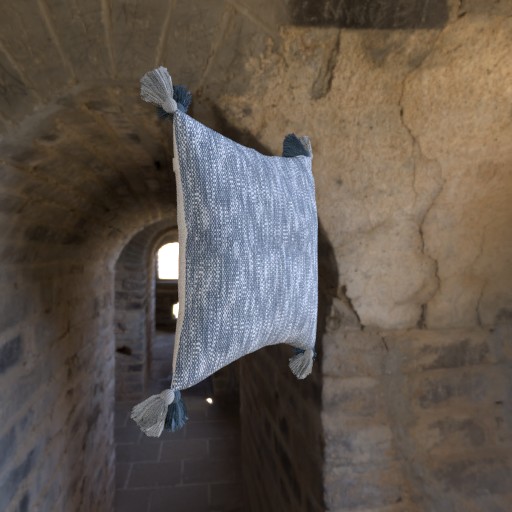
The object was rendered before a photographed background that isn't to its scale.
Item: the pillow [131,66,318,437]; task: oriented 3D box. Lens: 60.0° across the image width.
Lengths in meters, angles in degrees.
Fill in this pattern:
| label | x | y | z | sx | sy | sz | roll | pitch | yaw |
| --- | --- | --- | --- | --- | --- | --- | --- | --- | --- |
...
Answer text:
| label | x | y | z | sx | sy | sz | roll | pitch | yaw |
| --- | --- | --- | --- | --- | --- | --- | --- | --- | --- |
| pillow | 0.000 | 0.000 | 0.929 | 0.138 | 0.634 | 0.614 | 0 | 1 | 36 |
